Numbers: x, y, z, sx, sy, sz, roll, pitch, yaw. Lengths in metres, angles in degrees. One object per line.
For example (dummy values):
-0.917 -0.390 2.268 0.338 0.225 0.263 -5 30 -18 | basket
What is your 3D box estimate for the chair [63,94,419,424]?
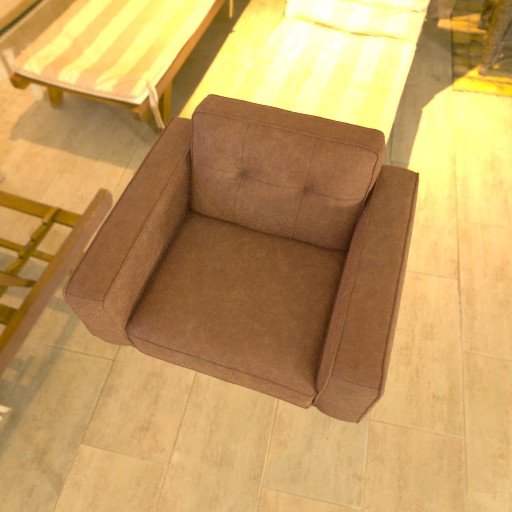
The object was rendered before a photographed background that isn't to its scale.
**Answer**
0.000 0.000 1.769 1.118 0.782 0.952 16 59 10 | chair
